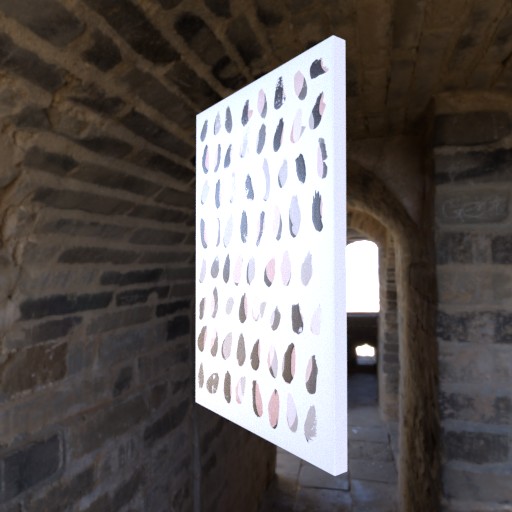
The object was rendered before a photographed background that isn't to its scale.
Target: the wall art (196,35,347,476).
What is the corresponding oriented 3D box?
[{"bbox_3d":[0.000,0.000,0.781,0.025,0.608,0.405,1,-2,-35],"label":"wall art"}]
